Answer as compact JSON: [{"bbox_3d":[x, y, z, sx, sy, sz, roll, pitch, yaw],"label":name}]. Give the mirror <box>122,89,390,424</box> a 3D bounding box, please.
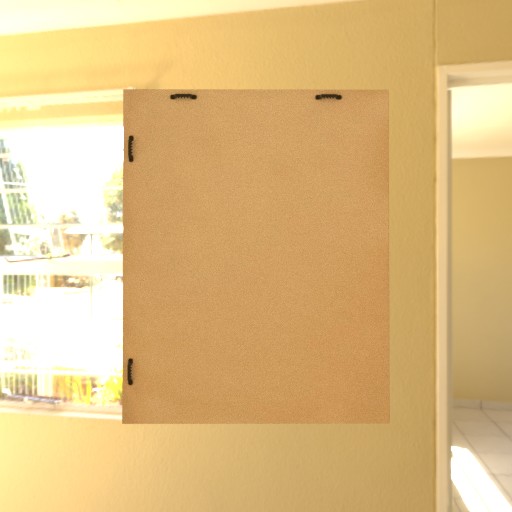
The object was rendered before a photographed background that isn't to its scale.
[{"bbox_3d":[0.000,0.000,0.690,0.406,0.509,0.041,0,-1,0],"label":"mirror"}]
